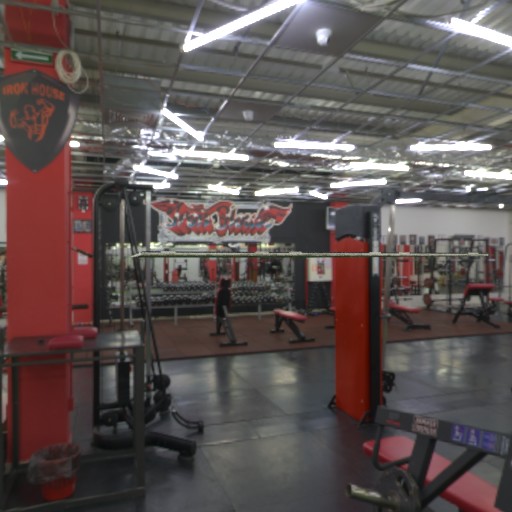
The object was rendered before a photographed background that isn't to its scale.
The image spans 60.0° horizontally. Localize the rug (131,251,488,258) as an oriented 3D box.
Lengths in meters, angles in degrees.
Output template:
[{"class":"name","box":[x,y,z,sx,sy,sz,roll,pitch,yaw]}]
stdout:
[{"class":"rug","box":[0.000,0.000,2.915,1.555,0.016,2.286,0,0,-17]}]
